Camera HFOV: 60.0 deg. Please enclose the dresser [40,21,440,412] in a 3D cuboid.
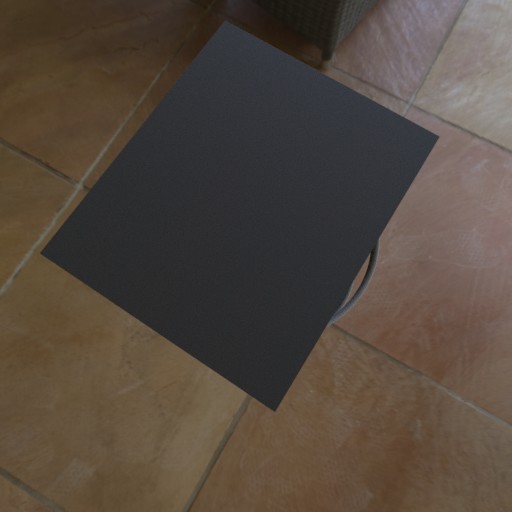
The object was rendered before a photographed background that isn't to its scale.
[{"bbox_3d":[0.000,0.000,0.820,0.360,0.560,0.400,32,77,8],"label":"dresser"}]
